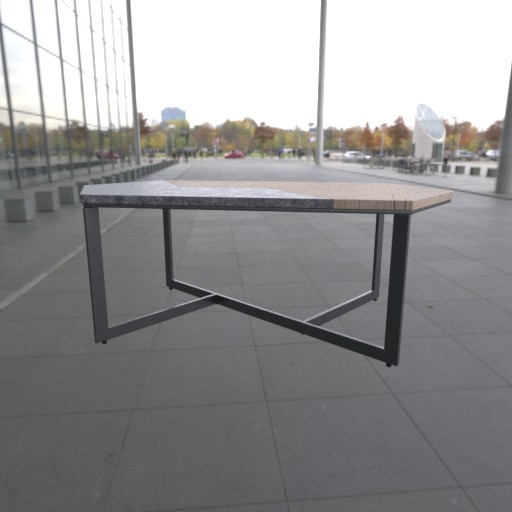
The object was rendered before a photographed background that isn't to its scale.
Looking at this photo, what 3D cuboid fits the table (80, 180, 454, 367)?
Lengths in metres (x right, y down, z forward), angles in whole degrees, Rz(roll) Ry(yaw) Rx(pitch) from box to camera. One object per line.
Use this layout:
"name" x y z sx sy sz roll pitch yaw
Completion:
"table" 0.000 0.000 1.498 1.219 0.457 0.609 2 14 10
